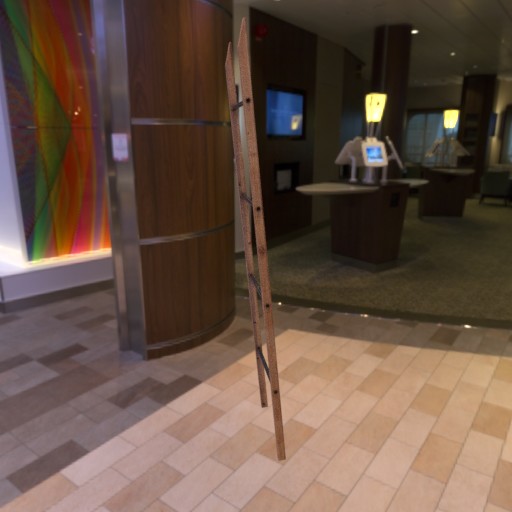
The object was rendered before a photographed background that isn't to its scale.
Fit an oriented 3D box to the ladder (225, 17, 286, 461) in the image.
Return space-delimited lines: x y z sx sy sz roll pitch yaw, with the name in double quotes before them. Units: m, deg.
"ladder" 0.000 0.000 1.964 0.200 1.805 0.442 -3 15 -9
